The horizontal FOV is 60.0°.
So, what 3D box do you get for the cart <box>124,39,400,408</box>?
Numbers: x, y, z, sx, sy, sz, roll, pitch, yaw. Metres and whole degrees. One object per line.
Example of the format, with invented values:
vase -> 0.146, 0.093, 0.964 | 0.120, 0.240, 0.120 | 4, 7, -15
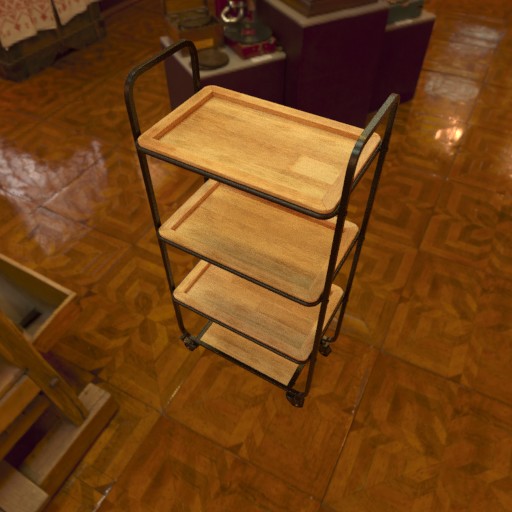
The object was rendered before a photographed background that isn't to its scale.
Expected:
cart -> 0.000, 0.000, 1.308 | 0.545, 1.080, 0.321 | 23, 52, 19
